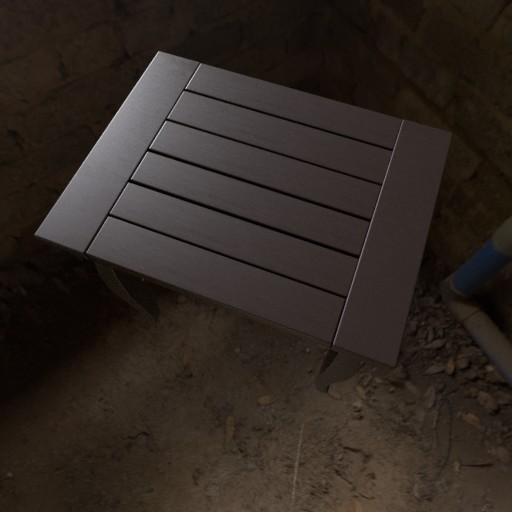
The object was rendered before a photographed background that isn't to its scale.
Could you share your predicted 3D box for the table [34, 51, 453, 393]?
[{"bbox_3d":[0.000,0.000,1.041,0.602,0.605,0.460,19,66,9],"label":"table"}]
